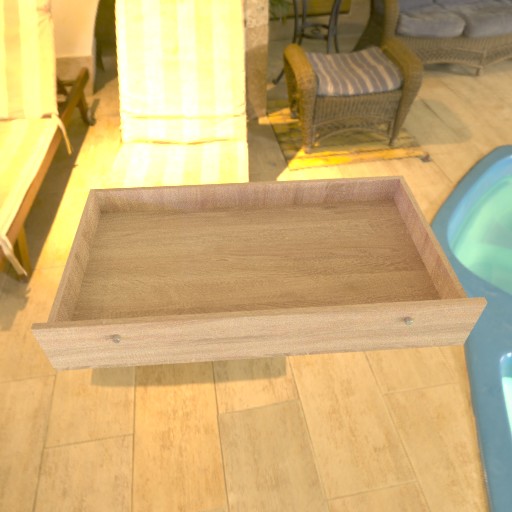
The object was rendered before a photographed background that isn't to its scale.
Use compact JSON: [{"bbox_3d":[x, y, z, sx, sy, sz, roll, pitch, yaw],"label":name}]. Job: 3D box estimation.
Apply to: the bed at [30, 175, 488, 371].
[{"bbox_3d":[0.000,0.000,1.466,1.200,0.209,0.685,-3,45,-3],"label":"bed"}]
